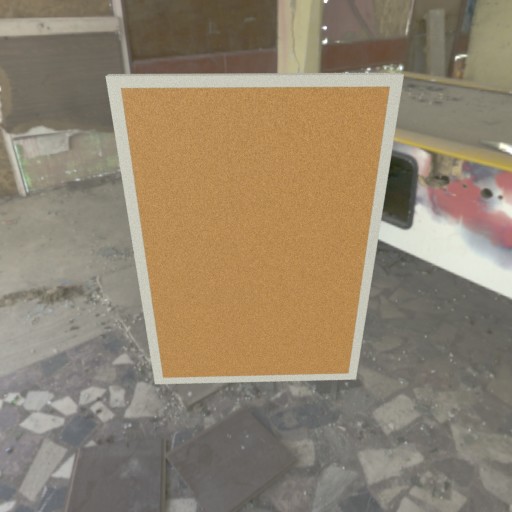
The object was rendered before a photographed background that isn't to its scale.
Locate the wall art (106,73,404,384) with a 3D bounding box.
[{"bbox_3d":[0.000,0.000,0.565,0.303,0.433,0.013,-1,30,-2],"label":"wall art"}]
